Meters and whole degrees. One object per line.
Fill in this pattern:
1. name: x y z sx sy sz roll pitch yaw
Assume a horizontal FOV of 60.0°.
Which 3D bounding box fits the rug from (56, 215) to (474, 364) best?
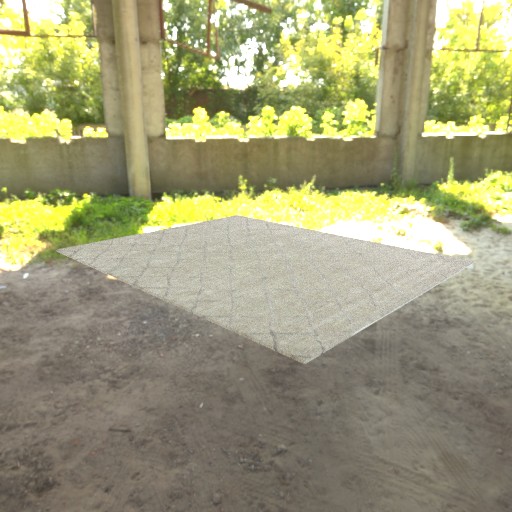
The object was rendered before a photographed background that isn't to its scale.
1. rug: 0.000 0.000 4.101 3.038 0.019 2.420 15 22 42
